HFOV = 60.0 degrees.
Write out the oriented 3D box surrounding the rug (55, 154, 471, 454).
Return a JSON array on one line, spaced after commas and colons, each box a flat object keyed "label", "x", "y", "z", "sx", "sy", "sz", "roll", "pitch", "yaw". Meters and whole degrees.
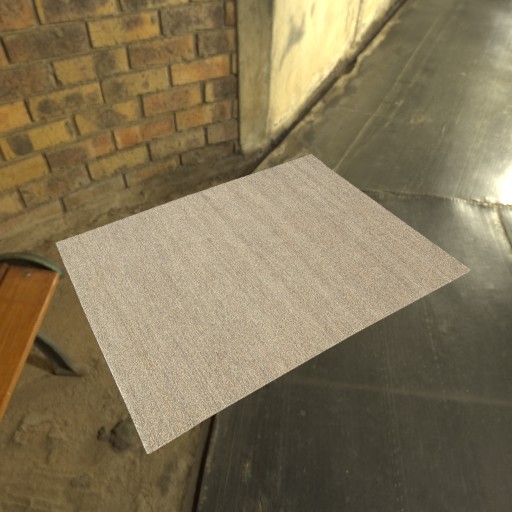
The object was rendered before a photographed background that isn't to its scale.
[{"label": "rug", "x": 0.000, "y": 0.000, "z": 4.814, "sx": 3.626, "sy": 0.051, "sz": 2.757, "roll": -23, "pitch": 48, "yaw": -22}]
